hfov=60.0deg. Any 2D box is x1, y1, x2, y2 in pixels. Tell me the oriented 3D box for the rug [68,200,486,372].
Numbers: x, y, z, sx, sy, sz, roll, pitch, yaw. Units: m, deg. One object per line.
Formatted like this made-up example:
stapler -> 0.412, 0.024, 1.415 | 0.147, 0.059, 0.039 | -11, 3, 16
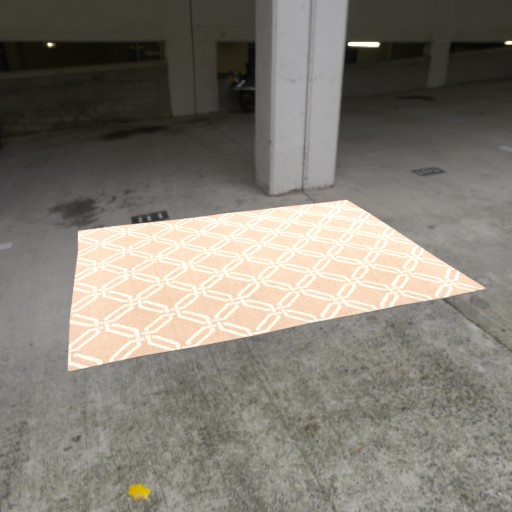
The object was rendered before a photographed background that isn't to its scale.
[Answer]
rug -> 0.000, 0.000, 4.336 | 3.365, 0.020, 2.452 | -8, 27, -16
